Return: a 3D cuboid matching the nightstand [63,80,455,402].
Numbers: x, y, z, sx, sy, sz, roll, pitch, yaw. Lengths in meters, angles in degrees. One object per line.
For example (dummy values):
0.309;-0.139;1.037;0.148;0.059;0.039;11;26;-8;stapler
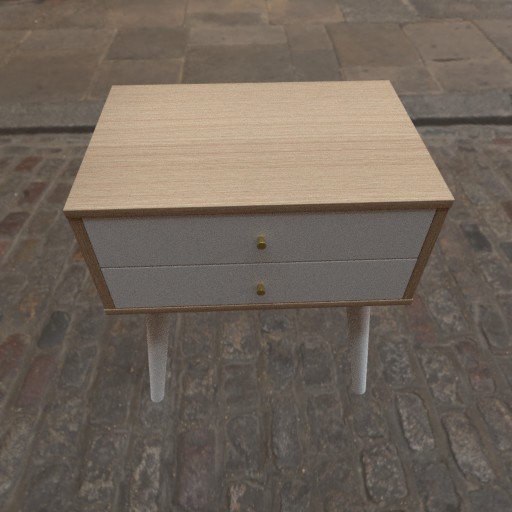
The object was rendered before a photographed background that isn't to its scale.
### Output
0.000;0.000;0.995;0.571;0.610;0.407;-2;46;-2;nightstand
